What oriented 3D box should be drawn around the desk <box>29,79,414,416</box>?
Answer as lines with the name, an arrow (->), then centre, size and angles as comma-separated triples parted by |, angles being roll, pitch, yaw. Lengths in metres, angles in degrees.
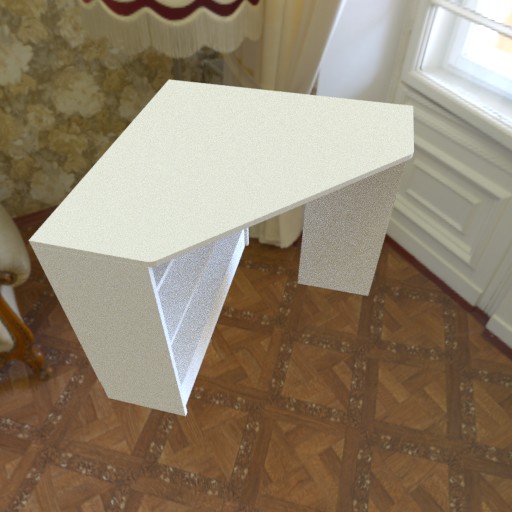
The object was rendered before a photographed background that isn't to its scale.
desk -> 0.000, 0.000, 1.627 | 0.926, 0.818, 0.940 | 10, 46, 9
